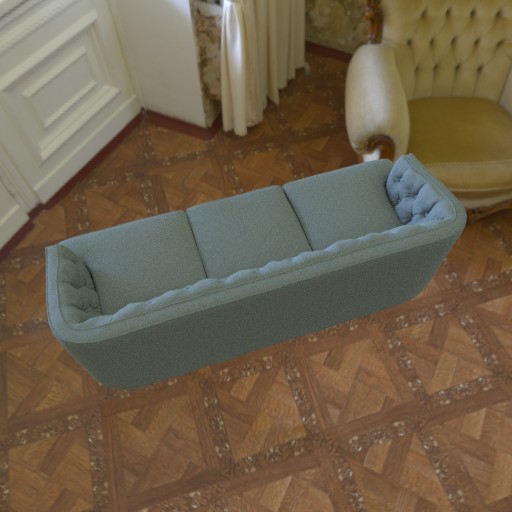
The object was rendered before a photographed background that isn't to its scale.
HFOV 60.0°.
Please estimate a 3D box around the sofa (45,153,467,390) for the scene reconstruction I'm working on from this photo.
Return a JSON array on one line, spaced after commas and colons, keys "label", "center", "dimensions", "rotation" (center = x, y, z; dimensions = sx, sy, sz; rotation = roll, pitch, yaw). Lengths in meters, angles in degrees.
[{"label": "sofa", "center": [0.000, 0.000, 2.679], "dimensions": [2.278, 0.855, 0.941], "rotation": [-16, 58, -10]}]
